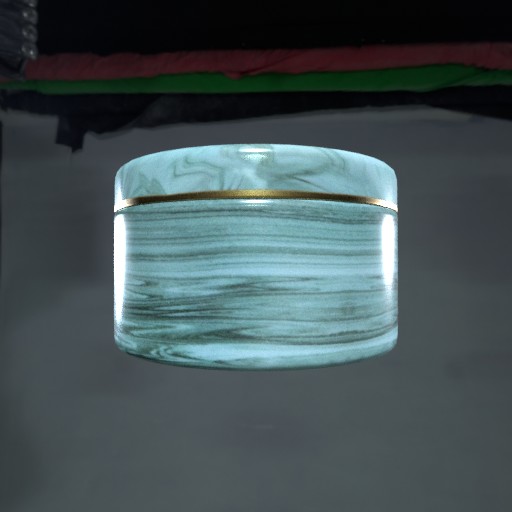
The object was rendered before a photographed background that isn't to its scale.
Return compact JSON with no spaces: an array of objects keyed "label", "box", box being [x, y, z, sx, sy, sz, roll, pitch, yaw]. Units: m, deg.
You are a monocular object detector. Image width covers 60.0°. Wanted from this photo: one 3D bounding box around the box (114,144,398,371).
[{"label":"box","box":[0.000,0.000,0.166,0.101,0.063,0.101,0,-1,0]}]
